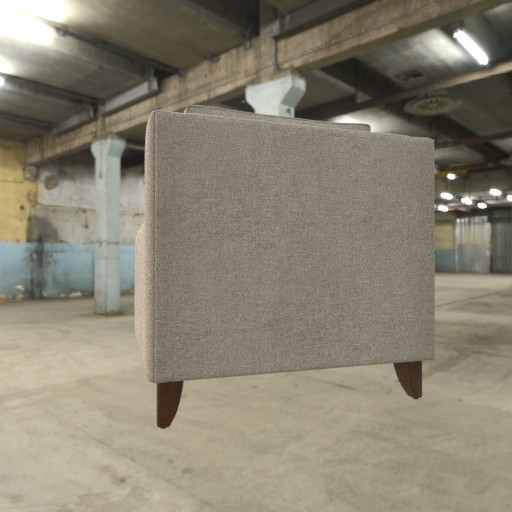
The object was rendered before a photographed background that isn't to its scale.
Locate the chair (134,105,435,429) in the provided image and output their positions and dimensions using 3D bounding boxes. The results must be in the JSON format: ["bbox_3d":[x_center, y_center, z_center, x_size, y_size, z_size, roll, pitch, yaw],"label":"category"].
[{"bbox_3d":[0.000,0.000,1.605,0.838,0.864,0.918,0,-1,-18],"label":"chair"}]
